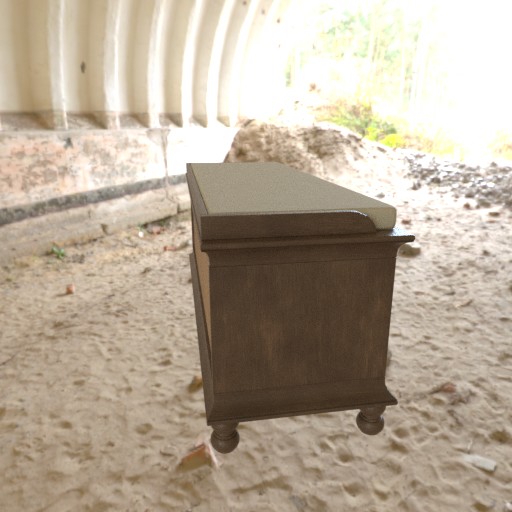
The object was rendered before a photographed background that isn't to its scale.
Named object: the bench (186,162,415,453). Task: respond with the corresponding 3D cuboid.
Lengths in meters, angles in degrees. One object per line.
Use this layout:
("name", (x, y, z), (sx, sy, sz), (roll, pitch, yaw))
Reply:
("bench", (0.000, 0.000, 1.415), (0.402, 0.501, 1.185), (-3, 17, -9))
